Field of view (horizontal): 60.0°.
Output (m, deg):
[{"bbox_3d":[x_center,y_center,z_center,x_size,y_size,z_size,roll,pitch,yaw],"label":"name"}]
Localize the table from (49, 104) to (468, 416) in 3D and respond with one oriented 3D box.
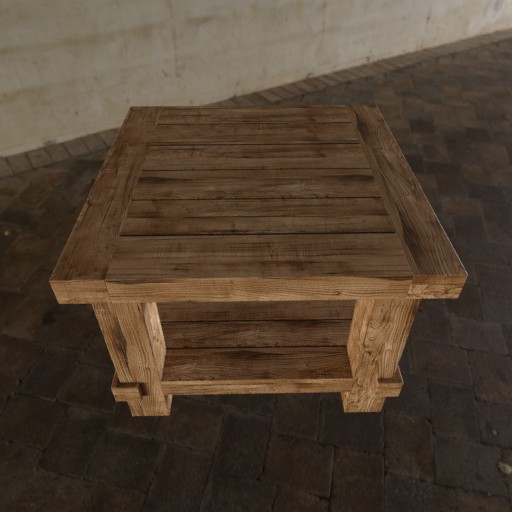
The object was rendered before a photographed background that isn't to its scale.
[{"bbox_3d":[0.000,0.000,1.023,0.610,0.457,0.610,-1,42,-1],"label":"table"}]
